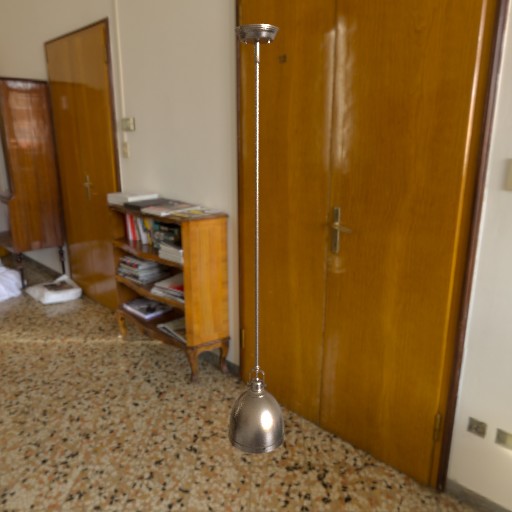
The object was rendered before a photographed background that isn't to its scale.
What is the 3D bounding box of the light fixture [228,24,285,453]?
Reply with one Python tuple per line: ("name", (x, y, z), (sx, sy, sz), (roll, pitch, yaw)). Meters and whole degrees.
("light fixture", (0.000, 0.000, 1.470), (0.217, 1.367, 0.211), (3, 15, 10))
